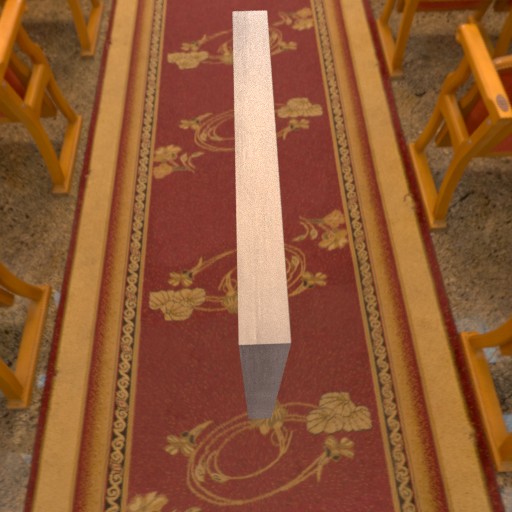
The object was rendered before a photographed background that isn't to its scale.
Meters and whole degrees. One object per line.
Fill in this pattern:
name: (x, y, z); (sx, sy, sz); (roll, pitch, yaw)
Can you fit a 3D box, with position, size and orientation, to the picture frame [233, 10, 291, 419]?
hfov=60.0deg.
picture frame: (0.000, 0.000, 0.736); (0.046, 0.555, 0.449); (-2, 64, -1)
